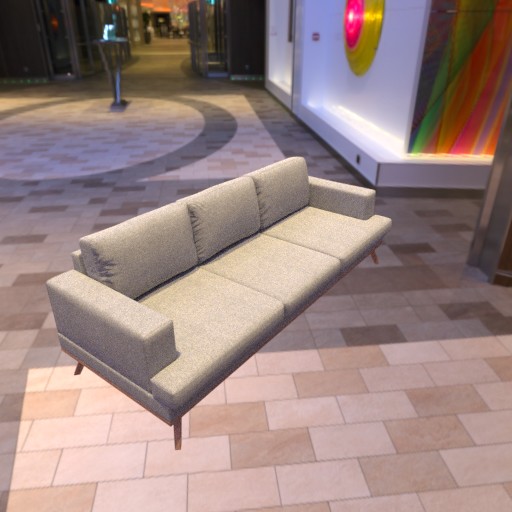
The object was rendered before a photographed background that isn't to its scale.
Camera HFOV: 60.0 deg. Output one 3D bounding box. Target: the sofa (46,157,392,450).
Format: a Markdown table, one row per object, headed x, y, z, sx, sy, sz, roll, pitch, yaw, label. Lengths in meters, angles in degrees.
| x | y | z | sx | sy | sz | roll | pitch | yaw | label |
| --- | --- | --- | --- | --- | --- | --- | --- | --- | --- |
| 0.000 | 0.000 | 2.853 | 0.920 | 0.810 | 2.310 | 19 | 33 | 32 | sofa |
